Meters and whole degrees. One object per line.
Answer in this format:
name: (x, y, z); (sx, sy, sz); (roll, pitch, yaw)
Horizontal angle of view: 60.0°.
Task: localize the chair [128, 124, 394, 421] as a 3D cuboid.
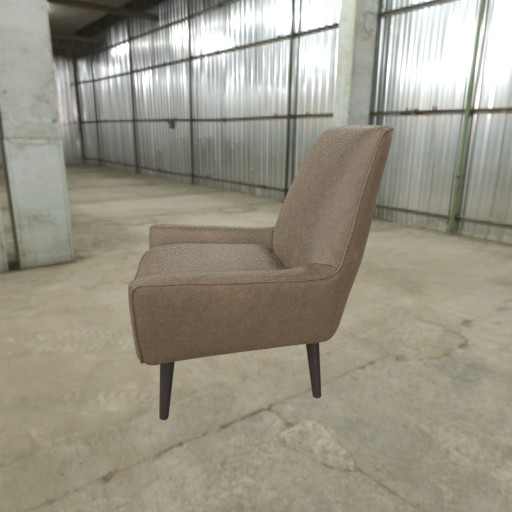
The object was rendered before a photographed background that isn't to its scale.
chair: (0.000, 0.000, 1.566); (0.824, 0.888, 0.787); (-2, 16, -9)
